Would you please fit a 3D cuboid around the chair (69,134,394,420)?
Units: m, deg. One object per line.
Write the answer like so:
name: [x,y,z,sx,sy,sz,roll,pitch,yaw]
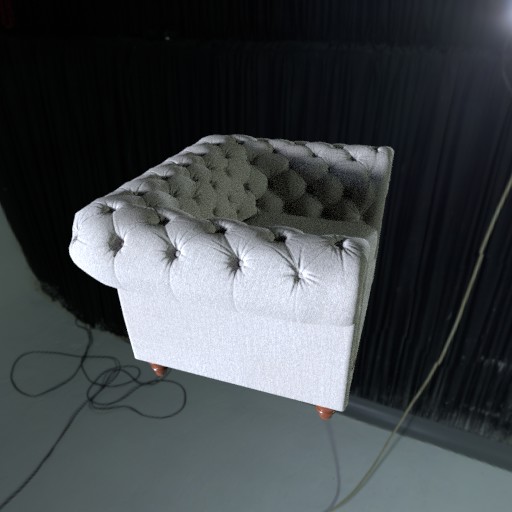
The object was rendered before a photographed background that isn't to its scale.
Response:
chair: [0.000,0.000,1.904,0.976,0.770,1.270,9,31,16]
